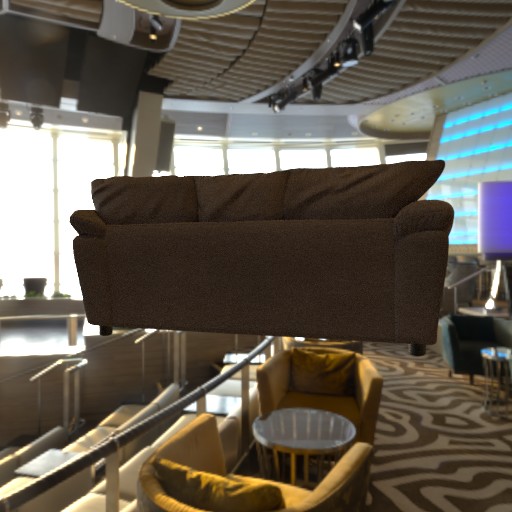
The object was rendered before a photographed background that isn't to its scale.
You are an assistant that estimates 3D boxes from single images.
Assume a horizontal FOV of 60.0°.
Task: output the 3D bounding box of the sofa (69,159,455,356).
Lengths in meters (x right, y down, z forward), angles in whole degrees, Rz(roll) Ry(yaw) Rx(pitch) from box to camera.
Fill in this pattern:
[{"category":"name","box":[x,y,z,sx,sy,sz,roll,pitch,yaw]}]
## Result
[{"category":"sofa","box":[0.000,0.000,2.898,2.390,1.043,0.927,0,0,17]}]
